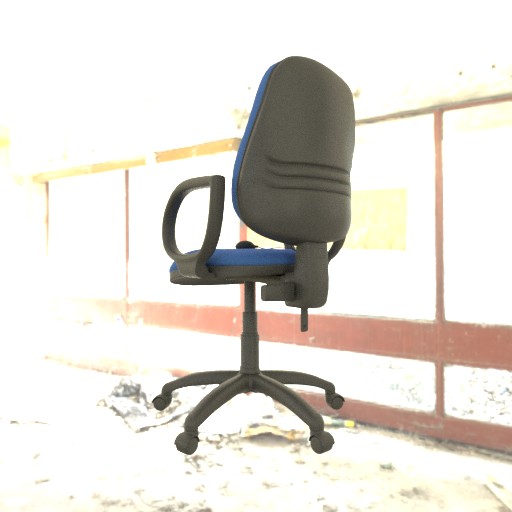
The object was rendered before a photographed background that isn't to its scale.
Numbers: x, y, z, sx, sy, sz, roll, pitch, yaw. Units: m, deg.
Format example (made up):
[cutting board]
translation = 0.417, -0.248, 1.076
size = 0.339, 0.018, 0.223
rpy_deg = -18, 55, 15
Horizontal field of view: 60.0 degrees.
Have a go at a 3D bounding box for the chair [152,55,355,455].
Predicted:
[chair]
translation = 0.000, 0.000, 1.219
size = 0.552, 0.905, 0.549
rpy_deg = 0, 0, -38
